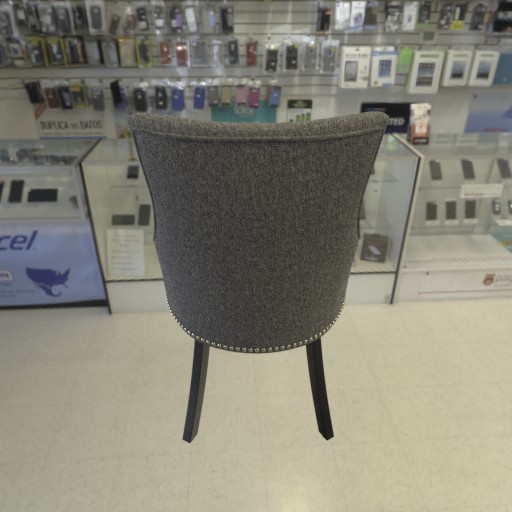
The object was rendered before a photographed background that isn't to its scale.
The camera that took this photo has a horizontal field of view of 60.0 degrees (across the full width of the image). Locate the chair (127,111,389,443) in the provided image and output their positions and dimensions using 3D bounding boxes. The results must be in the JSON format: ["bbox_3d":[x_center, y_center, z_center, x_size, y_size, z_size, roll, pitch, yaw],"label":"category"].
[{"bbox_3d":[0.000,0.000,1.286,0.566,0.909,0.629,-1,30,-1],"label":"chair"}]
